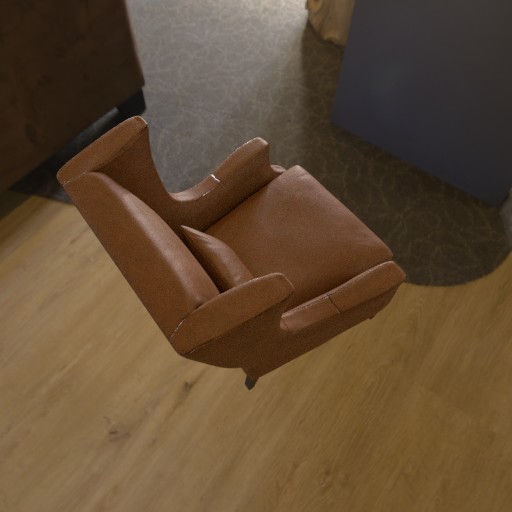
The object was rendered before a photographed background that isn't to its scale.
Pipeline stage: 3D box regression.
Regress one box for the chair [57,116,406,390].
[{"bbox_3d":[0.000,0.000,1.661,0.925,1.016,0.852,-33,65,-18],"label":"chair"}]
